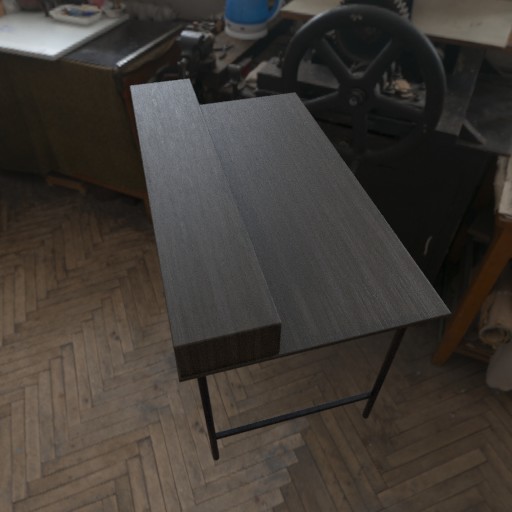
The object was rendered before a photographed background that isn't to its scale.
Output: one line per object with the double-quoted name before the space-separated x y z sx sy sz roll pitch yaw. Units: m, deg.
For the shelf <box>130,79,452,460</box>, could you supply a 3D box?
"shelf" 0.000 0.000 1.673 0.685 0.865 1.212 -11 48 -10
